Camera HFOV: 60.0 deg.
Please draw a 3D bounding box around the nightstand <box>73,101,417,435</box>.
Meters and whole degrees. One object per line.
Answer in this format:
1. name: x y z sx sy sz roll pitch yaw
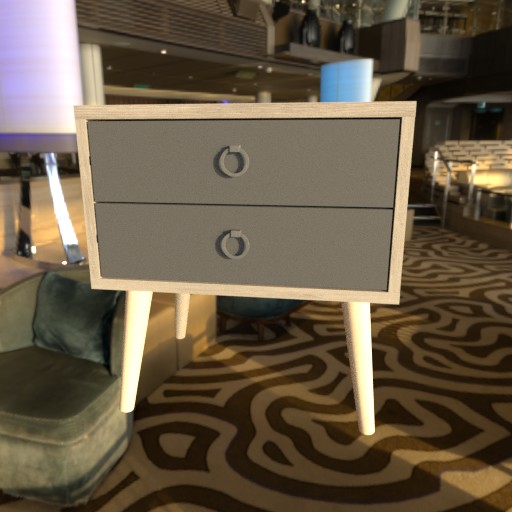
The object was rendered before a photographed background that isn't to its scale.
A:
1. nightstand: 0.000 0.000 0.808 0.450 0.500 0.380 2 15 8
